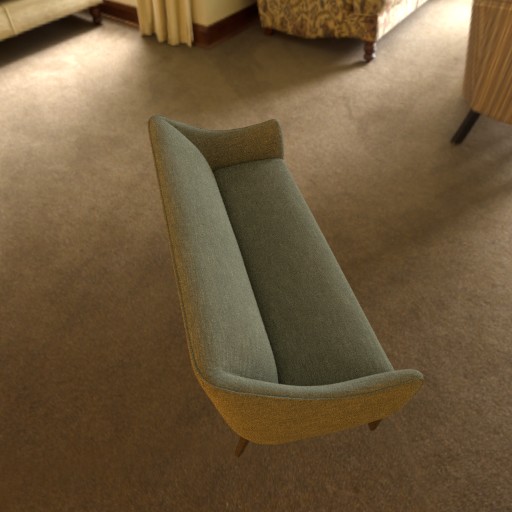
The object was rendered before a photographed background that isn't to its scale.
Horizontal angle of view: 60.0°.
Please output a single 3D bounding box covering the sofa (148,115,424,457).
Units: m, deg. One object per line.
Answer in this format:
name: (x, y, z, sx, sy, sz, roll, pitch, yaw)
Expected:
sofa: (0.000, 0.000, 2.358, 0.867, 0.829, 1.928, -11, 48, -10)
